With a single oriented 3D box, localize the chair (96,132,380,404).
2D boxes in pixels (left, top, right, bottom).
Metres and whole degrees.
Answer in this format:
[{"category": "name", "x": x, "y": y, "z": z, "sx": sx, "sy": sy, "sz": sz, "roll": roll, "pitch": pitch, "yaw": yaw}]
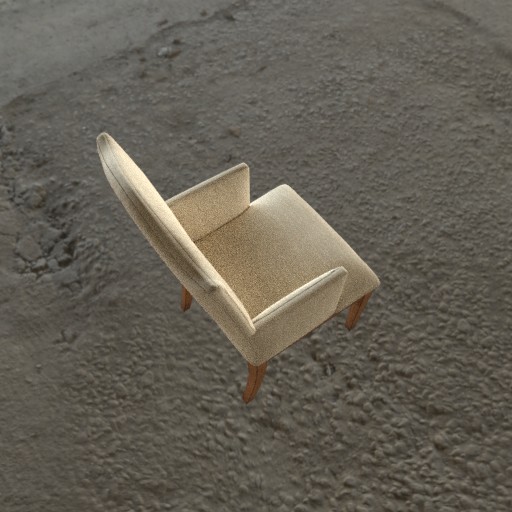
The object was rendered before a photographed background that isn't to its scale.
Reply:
[{"category": "chair", "x": 0.000, "y": 0.000, "z": 1.369, "sx": 0.641, "sy": 1.016, "sz": 0.533, "roll": -30, "pitch": 62, "yaw": -18}]
